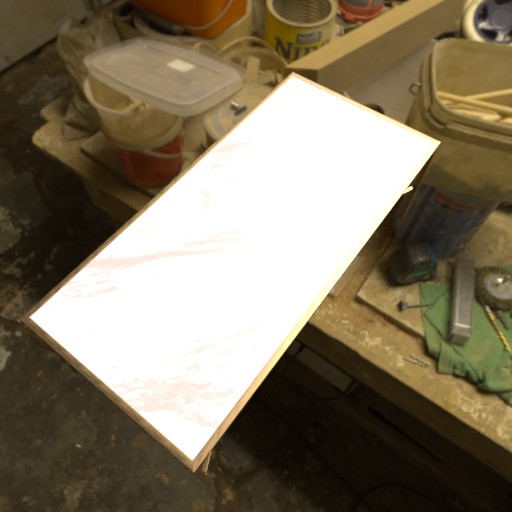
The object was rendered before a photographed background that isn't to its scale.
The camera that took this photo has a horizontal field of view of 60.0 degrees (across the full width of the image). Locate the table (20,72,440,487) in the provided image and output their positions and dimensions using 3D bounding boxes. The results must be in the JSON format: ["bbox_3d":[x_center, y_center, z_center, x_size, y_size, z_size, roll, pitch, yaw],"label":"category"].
[{"bbox_3d":[0.000,0.000,1.432,0.577,0.405,1.197,33,65,18],"label":"table"}]
